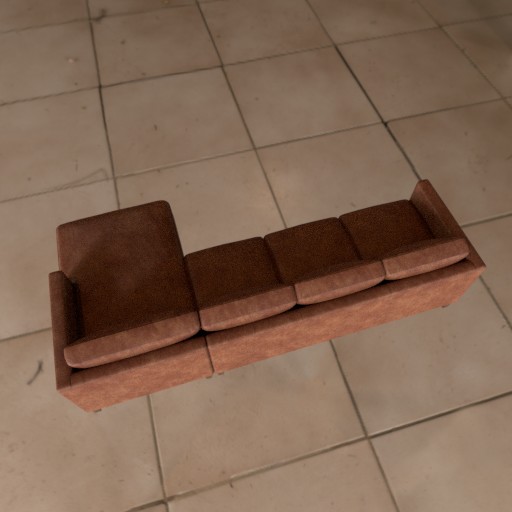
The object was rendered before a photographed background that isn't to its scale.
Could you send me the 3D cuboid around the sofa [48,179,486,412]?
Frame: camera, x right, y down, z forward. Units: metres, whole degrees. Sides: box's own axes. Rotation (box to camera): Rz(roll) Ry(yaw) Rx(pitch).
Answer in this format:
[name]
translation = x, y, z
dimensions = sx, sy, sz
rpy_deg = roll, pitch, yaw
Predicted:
[sofa]
translation = 0.000, 0.000, 3.765
dimensions = 3.203, 0.883, 1.581
rpy_deg = -15, 59, -9
